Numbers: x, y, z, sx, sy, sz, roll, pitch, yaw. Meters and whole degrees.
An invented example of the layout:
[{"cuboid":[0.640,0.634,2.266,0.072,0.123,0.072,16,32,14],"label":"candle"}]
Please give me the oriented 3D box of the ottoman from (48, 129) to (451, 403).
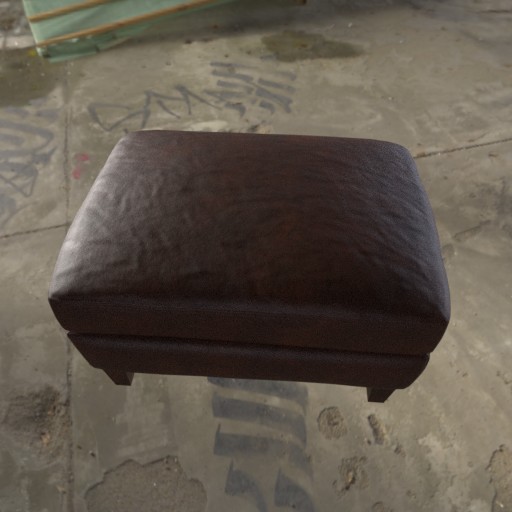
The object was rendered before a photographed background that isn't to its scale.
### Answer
[{"cuboid":[0.000,0.000,1.246,0.887,0.527,0.659,3,48,3],"label":"ottoman"}]
